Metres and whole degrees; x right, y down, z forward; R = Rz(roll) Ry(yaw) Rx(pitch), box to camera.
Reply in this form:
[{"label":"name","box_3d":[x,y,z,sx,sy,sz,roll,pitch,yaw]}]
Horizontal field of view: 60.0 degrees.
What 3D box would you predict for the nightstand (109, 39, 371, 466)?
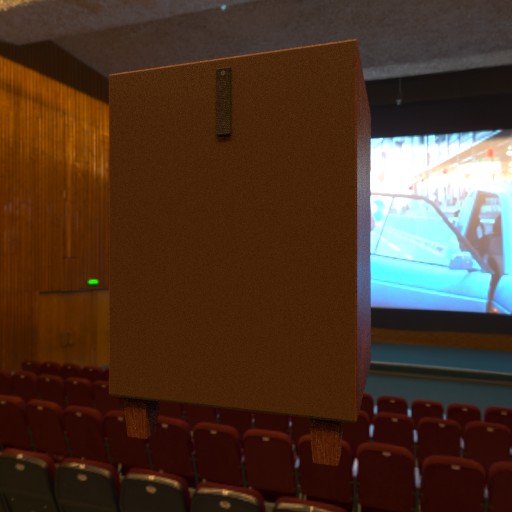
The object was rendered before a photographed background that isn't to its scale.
[{"label":"nightstand","box_3d":[0.000,0.000,0.969,0.465,0.695,0.410,0,0,18]}]
